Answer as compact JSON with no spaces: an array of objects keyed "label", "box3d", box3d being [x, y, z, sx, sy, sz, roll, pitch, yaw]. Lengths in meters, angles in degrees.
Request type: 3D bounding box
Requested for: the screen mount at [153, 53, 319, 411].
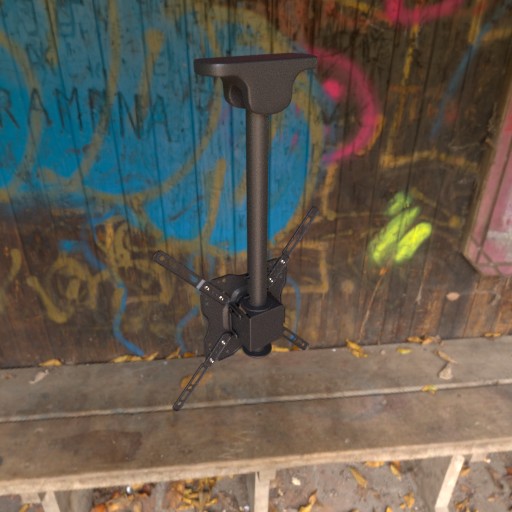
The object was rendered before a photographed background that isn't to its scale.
[{"label":"screen mount","box3d":[0.000,0.000,0.886,0.393,0.729,0.090,-18,34,-29]}]
